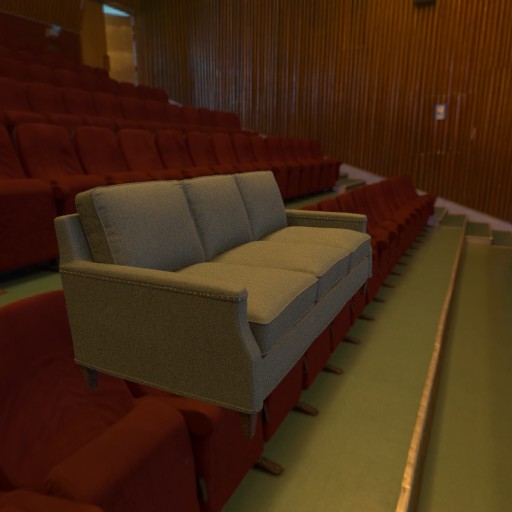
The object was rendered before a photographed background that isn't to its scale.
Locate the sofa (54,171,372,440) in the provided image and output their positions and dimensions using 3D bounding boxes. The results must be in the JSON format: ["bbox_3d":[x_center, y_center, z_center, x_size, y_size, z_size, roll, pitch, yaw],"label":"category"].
[{"bbox_3d":[0.000,0.000,2.857,1.084,1.003,2.246,6,15,25],"label":"sofa"}]
